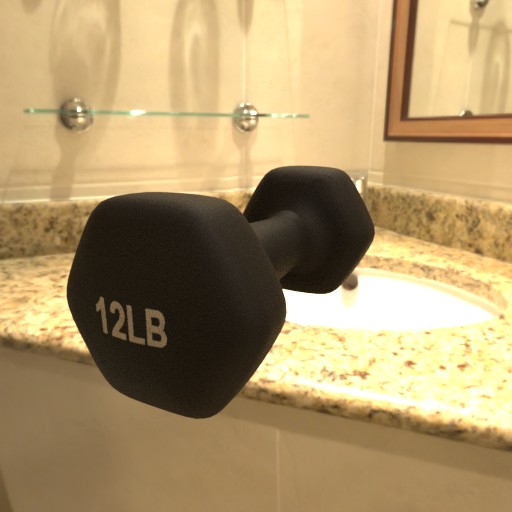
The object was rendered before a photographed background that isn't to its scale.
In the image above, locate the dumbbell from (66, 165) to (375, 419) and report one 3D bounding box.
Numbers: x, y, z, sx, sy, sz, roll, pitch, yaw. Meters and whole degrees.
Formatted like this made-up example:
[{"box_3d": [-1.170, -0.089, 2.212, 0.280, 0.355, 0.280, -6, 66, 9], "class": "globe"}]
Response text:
[{"box_3d": [0.000, 0.000, 0.286, 0.112, 0.101, 0.231, 8, 18, 26], "class": "dumbbell"}]
